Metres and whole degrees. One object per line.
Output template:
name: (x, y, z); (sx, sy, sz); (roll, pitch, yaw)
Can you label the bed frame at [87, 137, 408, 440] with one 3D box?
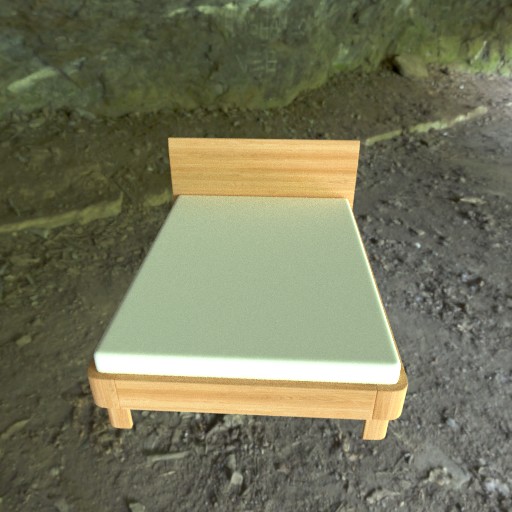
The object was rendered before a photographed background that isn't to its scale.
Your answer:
bed frame: (0.000, 0.000, 2.784); (1.472, 0.940, 1.992); (2, 30, 3)
